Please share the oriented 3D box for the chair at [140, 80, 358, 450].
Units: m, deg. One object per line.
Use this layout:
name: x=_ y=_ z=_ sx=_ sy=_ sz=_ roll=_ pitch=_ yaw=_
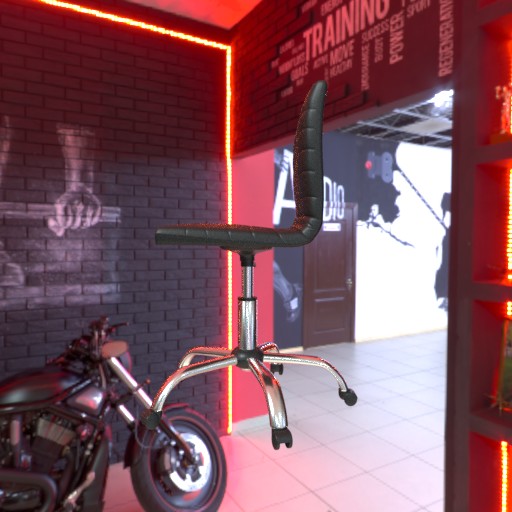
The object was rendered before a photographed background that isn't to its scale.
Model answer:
chair: x=0.000 y=0.000 z=1.162 sx=0.530 sy=0.780 sz=0.556 roll=0 pitch=2 yaw=2
